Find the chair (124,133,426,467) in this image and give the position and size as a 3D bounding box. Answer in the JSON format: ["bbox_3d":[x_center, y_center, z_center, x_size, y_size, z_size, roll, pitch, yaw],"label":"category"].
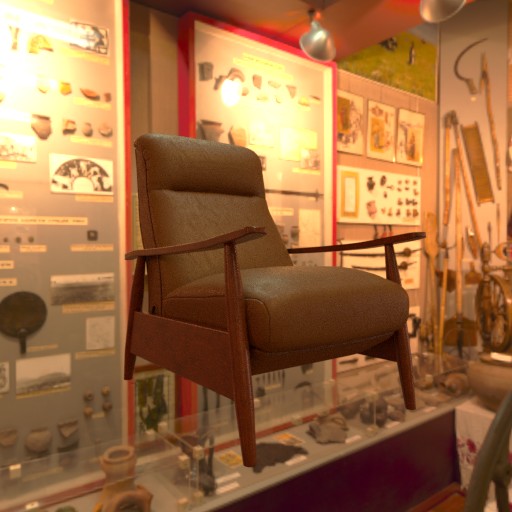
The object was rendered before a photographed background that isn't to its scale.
[{"bbox_3d":[0.000,0.000,1.747,0.762,1.082,1.014,-1,1,-36],"label":"chair"}]
